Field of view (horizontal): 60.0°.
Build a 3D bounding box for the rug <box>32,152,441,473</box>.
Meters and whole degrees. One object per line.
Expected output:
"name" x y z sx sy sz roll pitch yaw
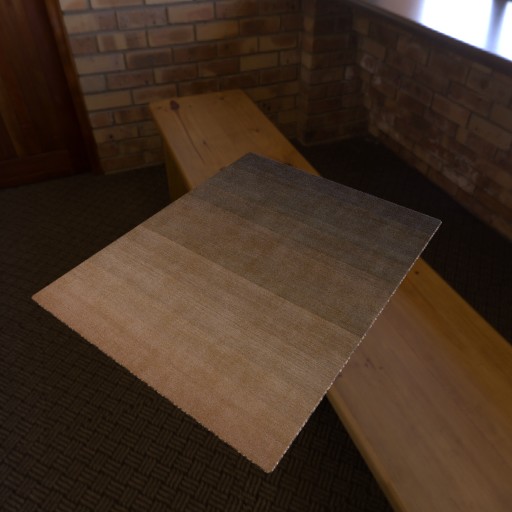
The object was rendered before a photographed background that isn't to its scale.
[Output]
"rug" 0.000 0.000 3.870 2.305 0.017 2.902 26 48 26
